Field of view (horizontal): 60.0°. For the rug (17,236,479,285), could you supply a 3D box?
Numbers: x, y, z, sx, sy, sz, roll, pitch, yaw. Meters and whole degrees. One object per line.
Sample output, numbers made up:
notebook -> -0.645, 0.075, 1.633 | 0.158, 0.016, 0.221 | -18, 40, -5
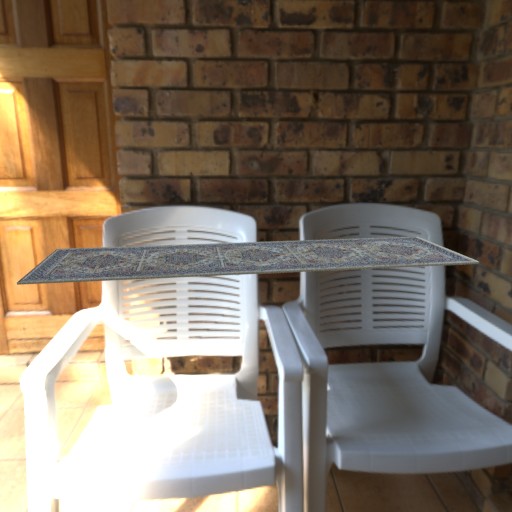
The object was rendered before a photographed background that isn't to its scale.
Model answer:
rug -> 0.000, 0.000, 2.491 | 2.297, 0.013, 0.661 | -2, 15, -9
